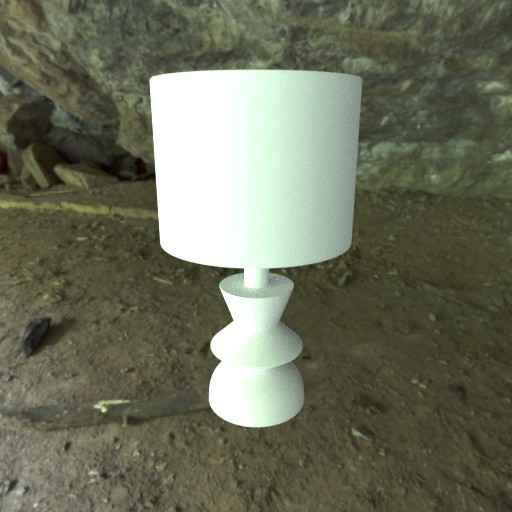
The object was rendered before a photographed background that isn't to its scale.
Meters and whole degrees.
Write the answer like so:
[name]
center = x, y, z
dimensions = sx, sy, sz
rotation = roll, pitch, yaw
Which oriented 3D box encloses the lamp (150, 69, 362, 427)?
[lamp]
center = 0.000, 0.000, 0.722
dimensions = 0.301, 0.533, 0.301
rotation = 9, 19, 26
